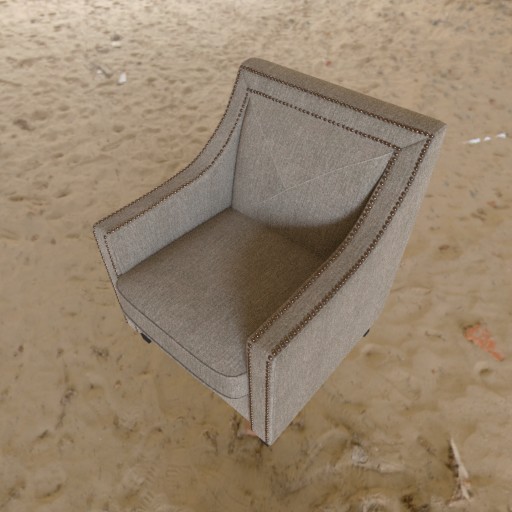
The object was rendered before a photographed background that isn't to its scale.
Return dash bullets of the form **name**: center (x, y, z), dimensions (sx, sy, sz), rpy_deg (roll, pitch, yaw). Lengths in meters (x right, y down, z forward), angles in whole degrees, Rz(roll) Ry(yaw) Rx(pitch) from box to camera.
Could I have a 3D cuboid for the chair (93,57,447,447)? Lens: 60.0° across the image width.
- **chair**: center (0.000, 0.000, 1.581), dimensions (0.776, 0.967, 0.884), rpy_deg (32, 53, 27)
